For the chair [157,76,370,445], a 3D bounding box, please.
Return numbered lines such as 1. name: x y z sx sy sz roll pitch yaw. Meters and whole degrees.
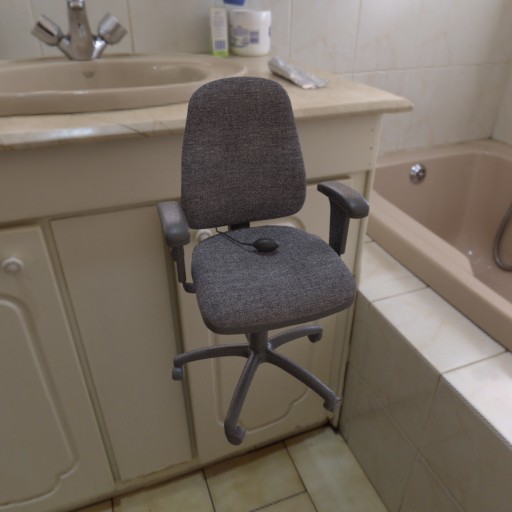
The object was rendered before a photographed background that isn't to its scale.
1. chair: 0.000 0.000 1.259 0.550 0.910 0.530 -10 32 -15
